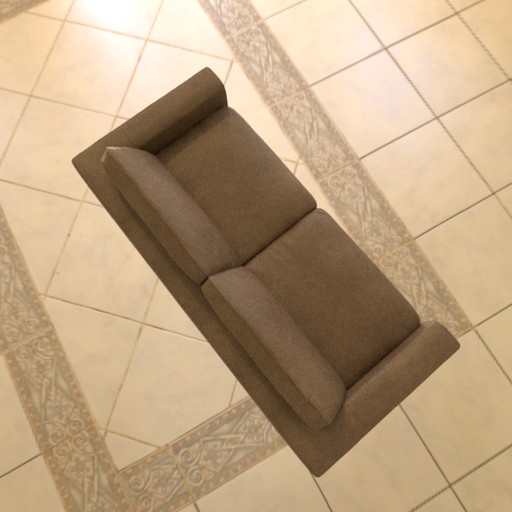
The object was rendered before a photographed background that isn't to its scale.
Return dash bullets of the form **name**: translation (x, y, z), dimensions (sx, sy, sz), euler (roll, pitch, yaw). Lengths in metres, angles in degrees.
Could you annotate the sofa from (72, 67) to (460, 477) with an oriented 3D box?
- **sofa**: translation (0.000, 0.000, 2.669), dimensions (1.070, 0.801, 2.262), euler (-38, 79, -9)
